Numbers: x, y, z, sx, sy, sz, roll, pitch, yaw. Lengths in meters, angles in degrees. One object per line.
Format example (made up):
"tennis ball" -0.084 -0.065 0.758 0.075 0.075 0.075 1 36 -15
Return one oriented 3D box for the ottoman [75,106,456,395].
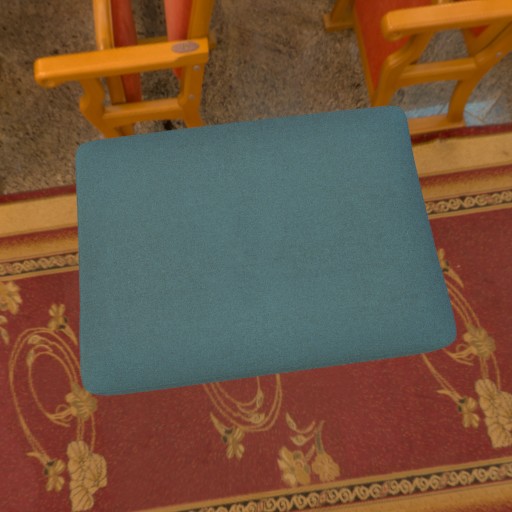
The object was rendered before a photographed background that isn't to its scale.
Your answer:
"ottoman" 0.000 0.000 1.063 0.749 0.428 0.549 -7 76 -2
